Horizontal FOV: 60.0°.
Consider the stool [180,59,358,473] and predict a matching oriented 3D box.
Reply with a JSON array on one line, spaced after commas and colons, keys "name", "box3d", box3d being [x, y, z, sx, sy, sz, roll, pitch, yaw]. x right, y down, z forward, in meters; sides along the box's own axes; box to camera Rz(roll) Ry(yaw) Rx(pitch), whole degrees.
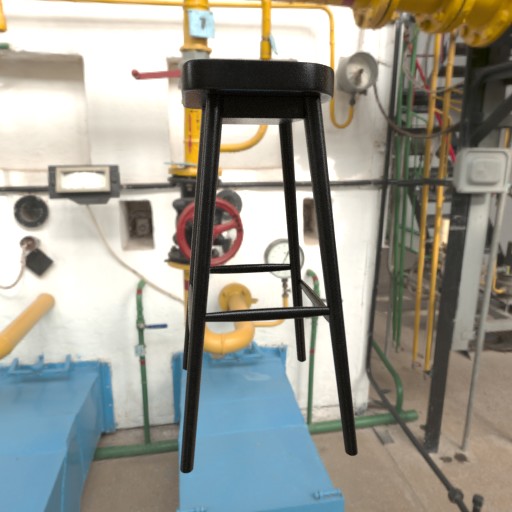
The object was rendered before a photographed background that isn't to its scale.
[{"name": "stool", "box3d": [0.000, 0.000, 0.998, 0.361, 0.749, 0.440, -2, 14, -8]}]
